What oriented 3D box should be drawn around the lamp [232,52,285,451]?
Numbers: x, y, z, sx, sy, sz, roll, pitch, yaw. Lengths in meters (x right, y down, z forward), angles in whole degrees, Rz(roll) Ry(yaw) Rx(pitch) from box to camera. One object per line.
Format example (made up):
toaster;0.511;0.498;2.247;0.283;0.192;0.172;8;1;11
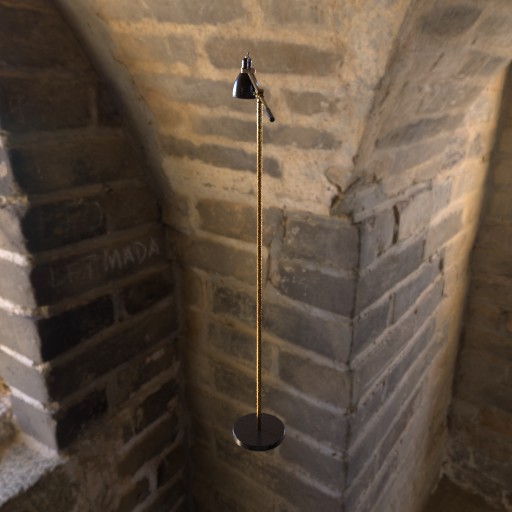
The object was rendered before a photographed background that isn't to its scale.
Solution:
lamp;0.000;0.000;1.860;0.235;1.628;0.618;-3;16;-9
